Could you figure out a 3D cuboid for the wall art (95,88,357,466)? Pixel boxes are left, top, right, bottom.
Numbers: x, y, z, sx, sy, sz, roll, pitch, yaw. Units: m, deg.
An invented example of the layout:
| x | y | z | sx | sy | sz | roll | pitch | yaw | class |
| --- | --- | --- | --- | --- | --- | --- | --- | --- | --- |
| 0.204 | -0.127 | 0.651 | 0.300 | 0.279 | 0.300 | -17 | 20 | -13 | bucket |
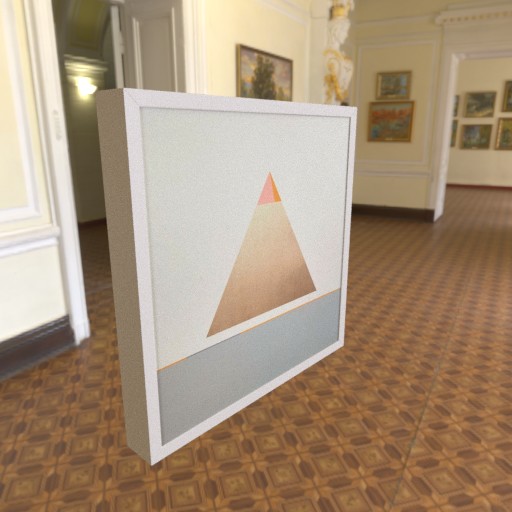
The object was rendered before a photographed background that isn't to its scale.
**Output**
| x | y | z | sx | sy | sz | roll | pitch | yaw | class |
| --- | --- | --- | --- | --- | --- | --- | --- | --- | --- |
| 0.000 | 0.000 | 0.460 | 0.038 | 0.304 | 0.305 | 14 | 21 | 41 | wall art |
